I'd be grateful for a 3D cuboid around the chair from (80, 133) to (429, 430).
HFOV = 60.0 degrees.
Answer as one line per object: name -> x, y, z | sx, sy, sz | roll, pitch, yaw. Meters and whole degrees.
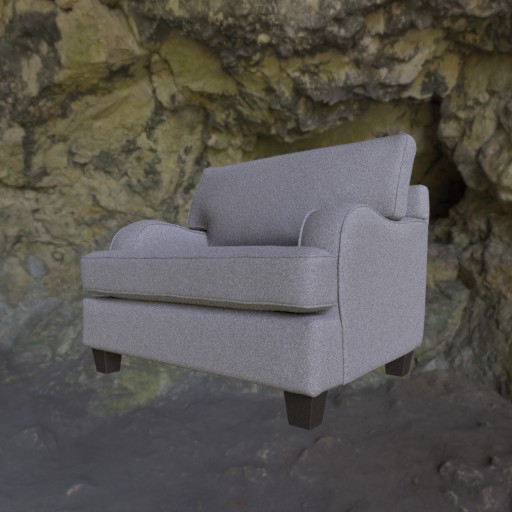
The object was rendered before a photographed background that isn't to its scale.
chair -> 0.000, 0.000, 1.959 | 1.220, 1.016, 1.040 | 0, -1, 38
